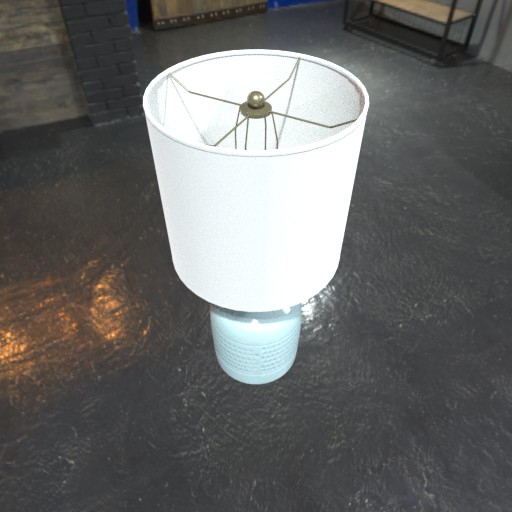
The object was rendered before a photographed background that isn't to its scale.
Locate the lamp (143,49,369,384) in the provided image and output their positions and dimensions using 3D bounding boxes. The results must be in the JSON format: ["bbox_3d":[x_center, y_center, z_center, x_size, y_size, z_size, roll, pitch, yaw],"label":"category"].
[{"bbox_3d":[0.000,0.000,1.138,0.418,0.871,0.418,-17,48,-16],"label":"lamp"}]
